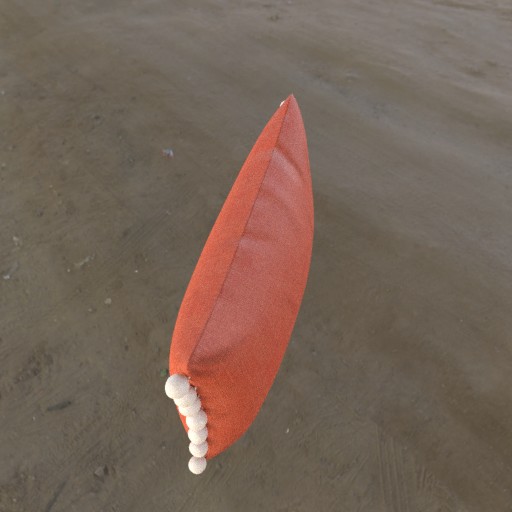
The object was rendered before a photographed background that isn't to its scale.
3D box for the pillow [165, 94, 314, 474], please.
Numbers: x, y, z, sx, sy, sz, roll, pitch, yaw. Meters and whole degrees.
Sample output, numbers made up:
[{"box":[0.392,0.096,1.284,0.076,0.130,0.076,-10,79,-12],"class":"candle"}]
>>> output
[{"box":[0.000,0.000,0.832,0.201,0.322,0.709,10,48,9],"class":"pillow"}]
